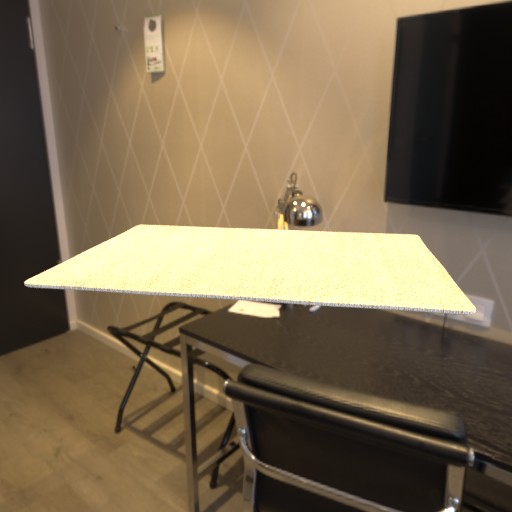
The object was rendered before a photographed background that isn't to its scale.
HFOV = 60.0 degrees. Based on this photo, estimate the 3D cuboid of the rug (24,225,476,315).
[{"bbox_3d":[0.000,0.000,3.412,2.698,0.025,1.798,3,16,9],"label":"rug"}]
